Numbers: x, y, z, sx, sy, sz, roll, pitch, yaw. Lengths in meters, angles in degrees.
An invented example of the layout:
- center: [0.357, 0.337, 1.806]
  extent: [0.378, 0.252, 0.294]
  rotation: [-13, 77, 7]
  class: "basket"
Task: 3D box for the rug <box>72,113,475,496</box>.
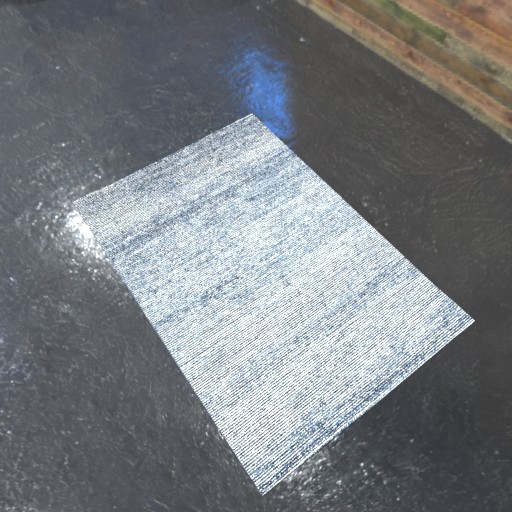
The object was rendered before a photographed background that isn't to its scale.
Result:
- center: [0.000, 0.000, 2.969]
  extent: [1.624, 0.030, 2.349]
  rotation: [-31, 63, -18]
  class: "rug"
